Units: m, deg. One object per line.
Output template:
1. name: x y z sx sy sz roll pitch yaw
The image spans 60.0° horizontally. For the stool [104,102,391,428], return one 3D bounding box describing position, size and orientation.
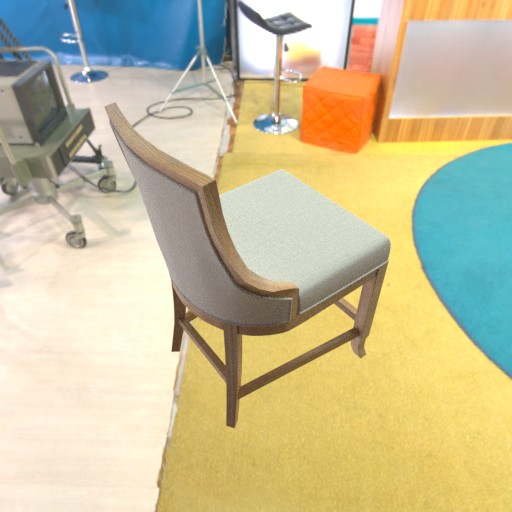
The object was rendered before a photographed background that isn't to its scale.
1. stool: 0.000 0.000 1.344 0.626 0.938 0.524 -26 48 -27
